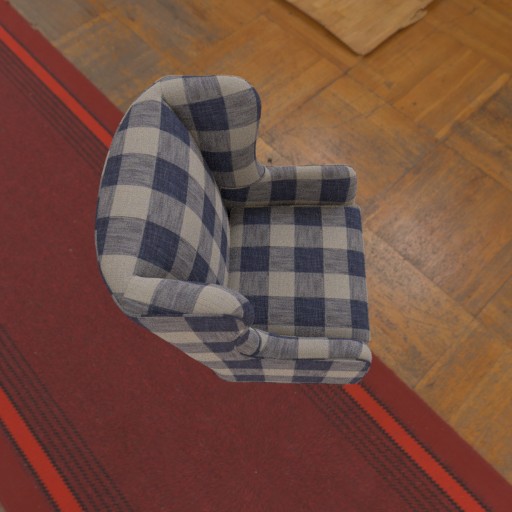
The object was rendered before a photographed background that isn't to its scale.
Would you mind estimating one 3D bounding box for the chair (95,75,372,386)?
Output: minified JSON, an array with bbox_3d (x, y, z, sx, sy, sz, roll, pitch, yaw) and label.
[{"bbox_3d":[0.000,0.000,1.710,0.889,1.041,0.830,2,64,1],"label":"chair"}]
